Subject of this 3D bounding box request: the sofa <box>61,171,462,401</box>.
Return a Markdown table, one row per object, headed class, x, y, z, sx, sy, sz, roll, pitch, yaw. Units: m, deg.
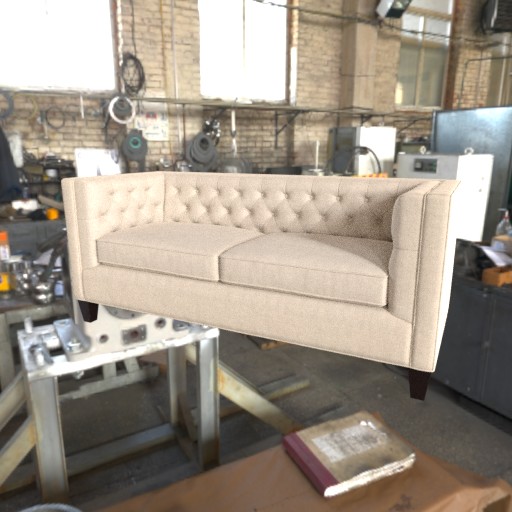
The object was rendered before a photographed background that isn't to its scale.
| class | x | y | z | sx | sy | sz | roll | pitch | yaw |
| --- | --- | --- | --- | --- | --- | --- | --- | --- | --- |
| sofa | 0.000 | 0.000 | 2.215 | 1.778 | 0.762 | 0.775 | 7 | 15 | 26 |
